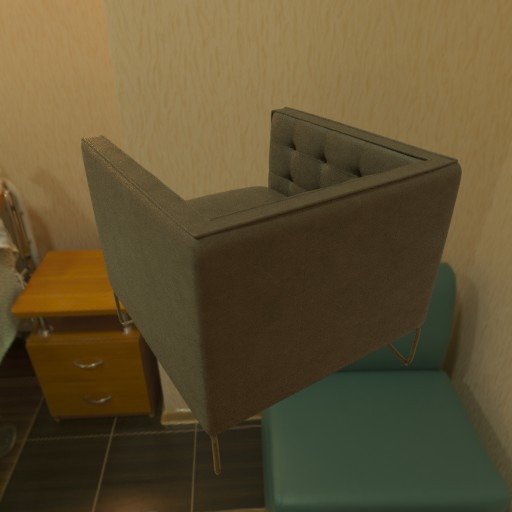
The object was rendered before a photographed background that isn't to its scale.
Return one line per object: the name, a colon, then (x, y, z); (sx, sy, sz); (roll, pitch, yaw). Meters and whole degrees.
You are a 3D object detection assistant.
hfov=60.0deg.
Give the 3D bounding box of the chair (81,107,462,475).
chair: (0.000, 0.000, 1.567); (0.880, 0.790, 0.894); (-18, 35, -28)
